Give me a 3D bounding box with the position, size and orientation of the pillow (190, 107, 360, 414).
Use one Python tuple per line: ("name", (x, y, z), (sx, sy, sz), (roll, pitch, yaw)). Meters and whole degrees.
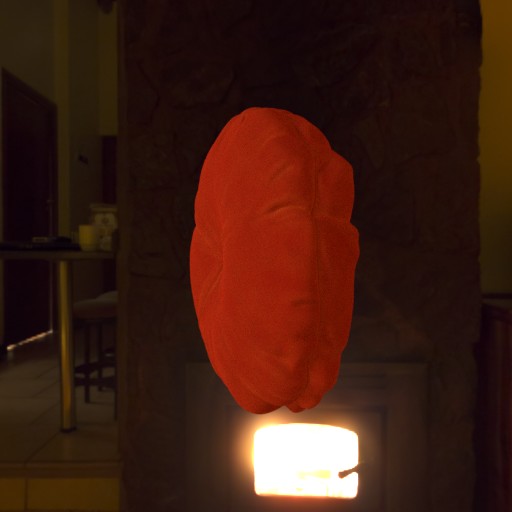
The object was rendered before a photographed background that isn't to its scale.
("pillow", (0.000, 0.000, 0.641), (0.148, 0.407, 0.428), (0, 0, -19))
